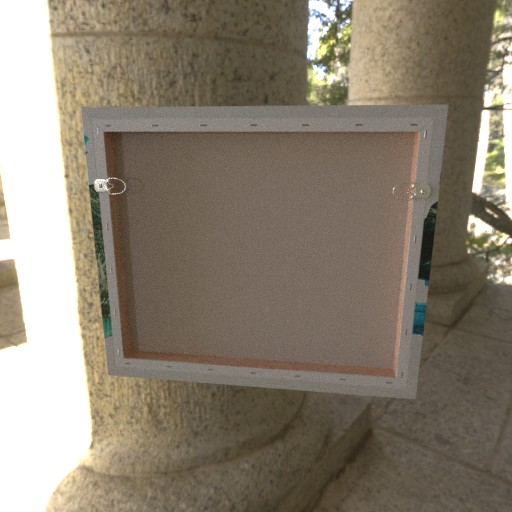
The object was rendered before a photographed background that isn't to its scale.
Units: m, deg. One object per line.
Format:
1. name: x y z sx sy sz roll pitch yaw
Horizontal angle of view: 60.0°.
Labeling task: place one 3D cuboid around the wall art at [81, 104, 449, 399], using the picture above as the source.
1. wall art: 0.000 0.000 0.680 0.507 0.435 0.041 2 16 8
